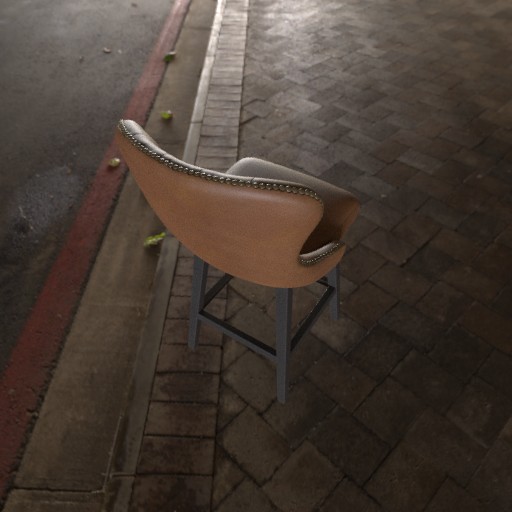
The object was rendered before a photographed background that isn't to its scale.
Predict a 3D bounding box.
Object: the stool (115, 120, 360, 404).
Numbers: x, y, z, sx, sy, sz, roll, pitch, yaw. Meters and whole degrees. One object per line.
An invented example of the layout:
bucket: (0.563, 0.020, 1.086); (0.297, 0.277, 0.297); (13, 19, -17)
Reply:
stool: (0.000, 0.000, 1.350); (0.528, 0.971, 0.593); (25, 51, 22)
